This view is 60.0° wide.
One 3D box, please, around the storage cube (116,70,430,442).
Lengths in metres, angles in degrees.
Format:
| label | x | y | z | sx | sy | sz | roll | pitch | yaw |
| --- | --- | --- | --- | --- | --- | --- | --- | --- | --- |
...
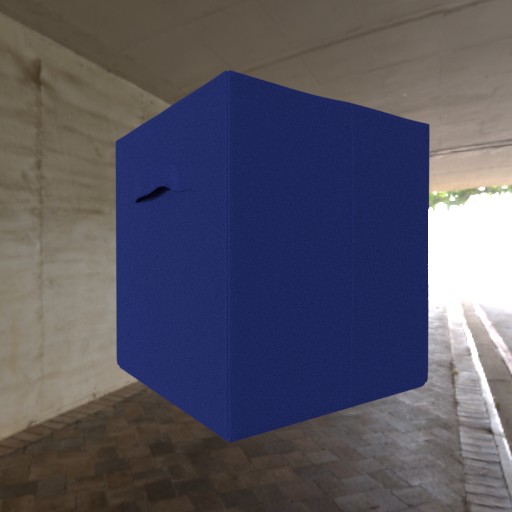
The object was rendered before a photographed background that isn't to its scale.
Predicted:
| label | x | y | z | sx | sy | sz | roll | pitch | yaw |
| --- | --- | --- | --- | --- | --- | --- | --- | --- | --- |
| storage cube | 0.000 | 0.000 | 0.503 | 0.270 | 0.280 | 0.270 | -1 | 1 | -35 |
